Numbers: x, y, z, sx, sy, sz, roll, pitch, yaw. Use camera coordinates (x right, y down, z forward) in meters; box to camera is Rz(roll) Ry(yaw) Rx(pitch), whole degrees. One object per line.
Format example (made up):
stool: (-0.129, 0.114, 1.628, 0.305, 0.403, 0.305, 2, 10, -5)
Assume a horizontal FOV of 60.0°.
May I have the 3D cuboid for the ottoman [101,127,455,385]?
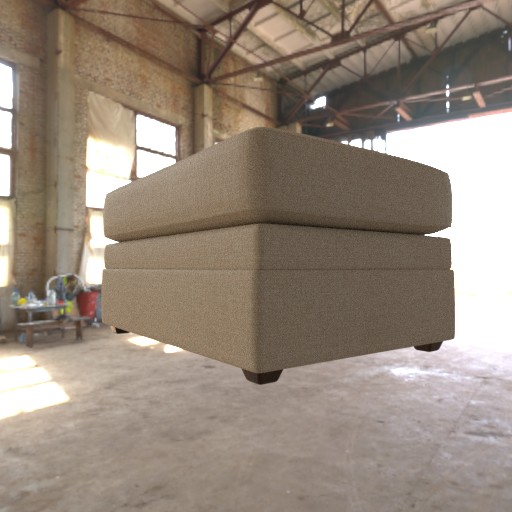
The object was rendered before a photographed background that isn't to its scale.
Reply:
ottoman: (0.000, 0.000, 1.257, 0.637, 0.478, 0.885, 1, -2, -36)
